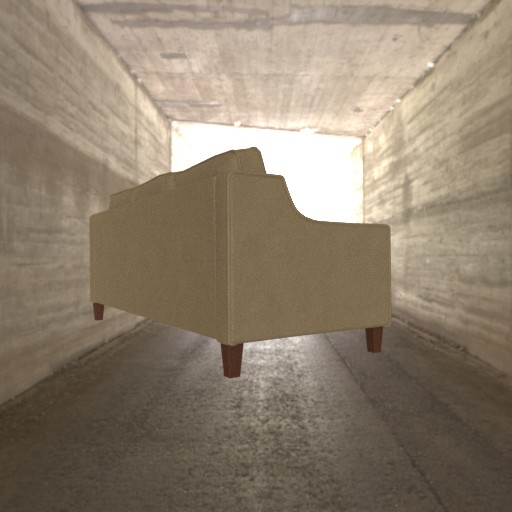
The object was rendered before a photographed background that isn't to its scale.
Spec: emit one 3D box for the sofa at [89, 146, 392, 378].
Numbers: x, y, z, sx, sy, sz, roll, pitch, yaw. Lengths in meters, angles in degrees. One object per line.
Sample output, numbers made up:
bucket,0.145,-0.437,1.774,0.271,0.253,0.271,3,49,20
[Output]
sofa,0.000,0.000,3.315,1.858,1.066,2.317,0,0,-34
